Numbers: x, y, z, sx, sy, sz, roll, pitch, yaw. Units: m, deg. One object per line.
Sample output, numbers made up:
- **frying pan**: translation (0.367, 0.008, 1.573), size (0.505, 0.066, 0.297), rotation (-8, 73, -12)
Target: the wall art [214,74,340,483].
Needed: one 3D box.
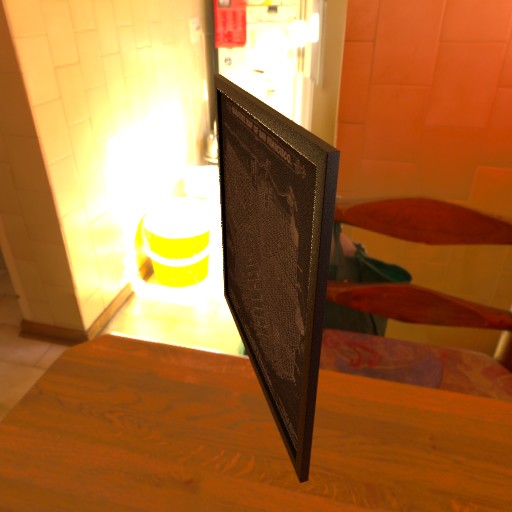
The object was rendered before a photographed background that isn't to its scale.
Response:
- **wall art**: translation (0.000, 0.000, 0.677), size (0.012, 0.458, 0.457), rotation (-9, 31, -14)
